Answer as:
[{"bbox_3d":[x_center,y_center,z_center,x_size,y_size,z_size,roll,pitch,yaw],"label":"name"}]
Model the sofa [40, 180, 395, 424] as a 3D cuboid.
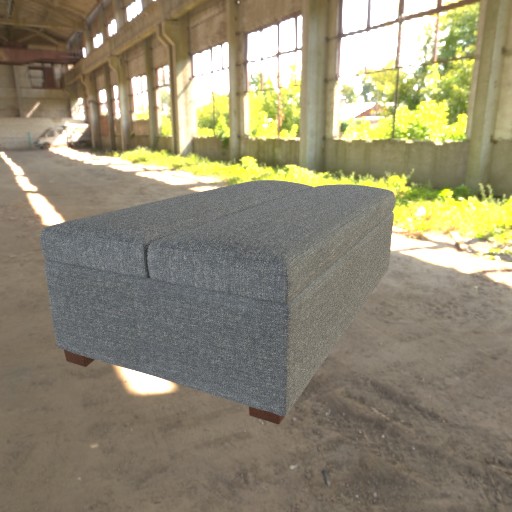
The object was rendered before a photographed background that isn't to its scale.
[{"bbox_3d":[0.000,0.000,1.606,0.782,0.417,1.198,8,18,25],"label":"sofa"}]
